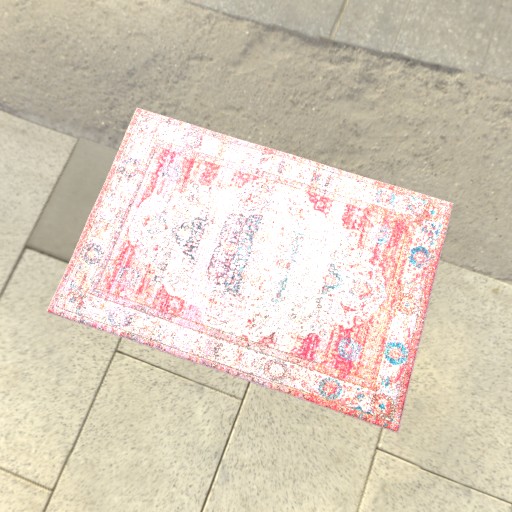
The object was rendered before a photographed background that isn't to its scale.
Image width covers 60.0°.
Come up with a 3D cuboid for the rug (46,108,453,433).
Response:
[{"bbox_3d":[0.000,0.000,2.306,1.829,0.006,1.219,18,77,4],"label":"rug"}]
